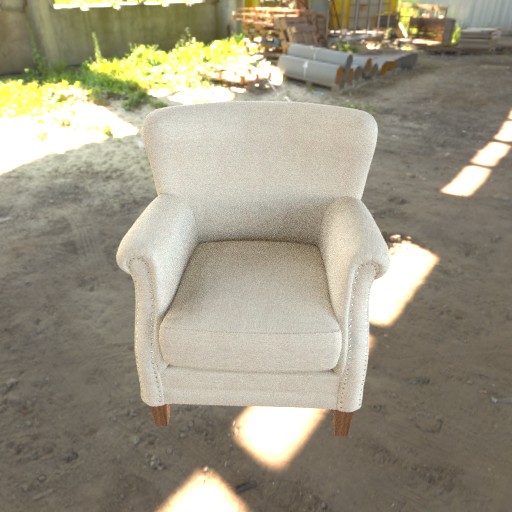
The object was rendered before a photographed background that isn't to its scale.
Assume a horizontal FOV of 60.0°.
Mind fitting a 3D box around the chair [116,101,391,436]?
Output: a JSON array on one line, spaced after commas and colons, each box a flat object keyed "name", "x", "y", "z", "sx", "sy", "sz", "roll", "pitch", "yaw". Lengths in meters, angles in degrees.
[{"name": "chair", "x": 0.000, "y": 0.000, "z": 1.624, "sx": 0.861, "sy": 0.936, "sz": 0.921, "roll": 1, "pitch": 31, "yaw": 2}]
